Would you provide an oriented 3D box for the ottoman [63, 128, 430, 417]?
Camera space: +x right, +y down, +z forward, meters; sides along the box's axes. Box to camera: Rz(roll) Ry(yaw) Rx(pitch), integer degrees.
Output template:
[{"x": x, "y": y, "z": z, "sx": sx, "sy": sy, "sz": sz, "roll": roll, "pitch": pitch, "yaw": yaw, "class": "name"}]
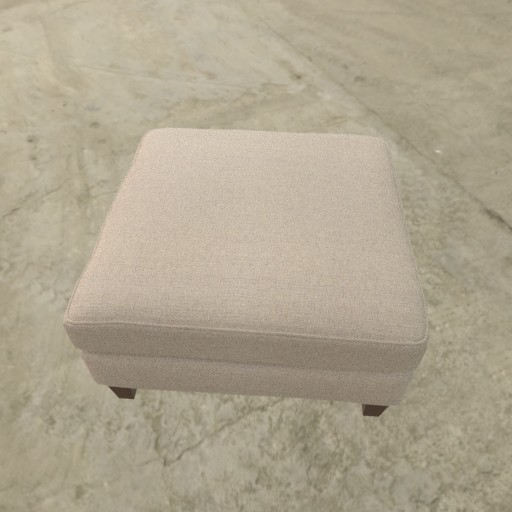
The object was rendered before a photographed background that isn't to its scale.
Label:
[{"x": 0.000, "y": 0.000, "z": 1.372, "sx": 0.838, "sy": 0.481, "sz": 0.838, "roll": 3, "pitch": 47, "yaw": 3, "class": "ottoman"}]
